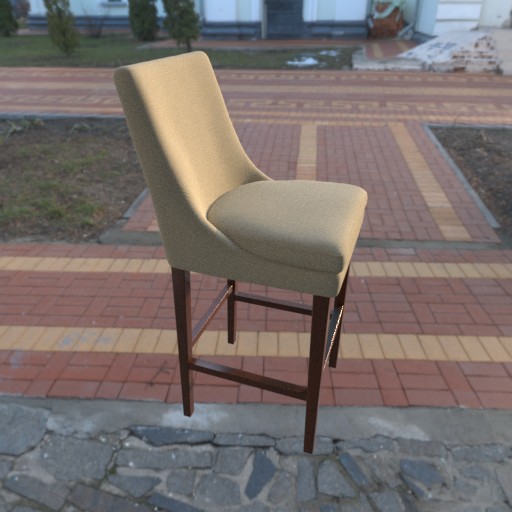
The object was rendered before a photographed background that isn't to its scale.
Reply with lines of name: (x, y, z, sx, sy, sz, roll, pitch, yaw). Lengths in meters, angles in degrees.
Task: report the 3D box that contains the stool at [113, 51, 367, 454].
stool: (0.000, 0.000, 1.332, 0.577, 1.078, 0.470, 10, 31, 17)
